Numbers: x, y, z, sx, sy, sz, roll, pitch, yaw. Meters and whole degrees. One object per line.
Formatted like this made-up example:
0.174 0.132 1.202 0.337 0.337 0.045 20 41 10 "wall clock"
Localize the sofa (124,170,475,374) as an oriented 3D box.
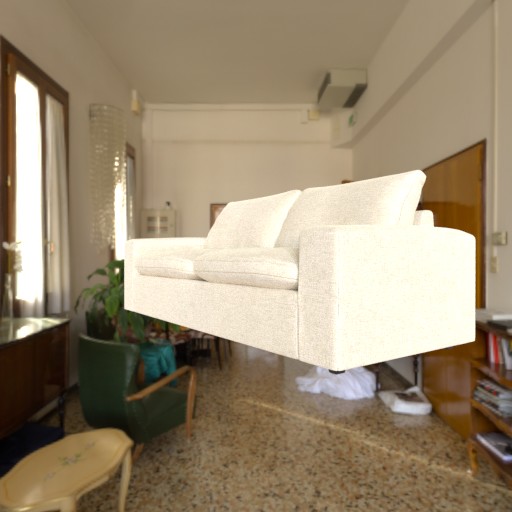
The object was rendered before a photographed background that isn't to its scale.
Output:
0.000 0.000 2.829 1.040 0.922 2.299 0 0 -36 "sofa"
